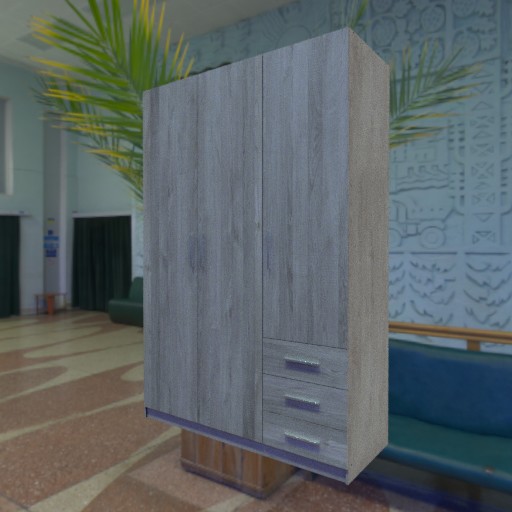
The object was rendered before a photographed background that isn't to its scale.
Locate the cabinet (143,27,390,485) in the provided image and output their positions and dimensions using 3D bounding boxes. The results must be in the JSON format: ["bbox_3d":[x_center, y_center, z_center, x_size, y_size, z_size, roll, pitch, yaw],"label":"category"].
[{"bbox_3d":[0.000,0.000,2.415,1.290,1.910,0.510,1,1,36],"label":"cabinet"}]
